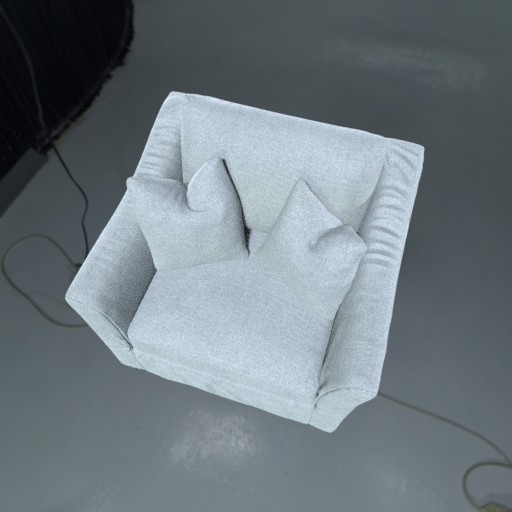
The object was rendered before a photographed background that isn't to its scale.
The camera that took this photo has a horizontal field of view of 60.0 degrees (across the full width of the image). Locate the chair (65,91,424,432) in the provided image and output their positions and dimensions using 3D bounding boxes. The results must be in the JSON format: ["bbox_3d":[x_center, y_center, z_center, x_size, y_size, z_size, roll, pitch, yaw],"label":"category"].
[{"bbox_3d":[0.000,0.000,2.000,1.194,1.059,1.071,15,59,9],"label":"chair"}]
